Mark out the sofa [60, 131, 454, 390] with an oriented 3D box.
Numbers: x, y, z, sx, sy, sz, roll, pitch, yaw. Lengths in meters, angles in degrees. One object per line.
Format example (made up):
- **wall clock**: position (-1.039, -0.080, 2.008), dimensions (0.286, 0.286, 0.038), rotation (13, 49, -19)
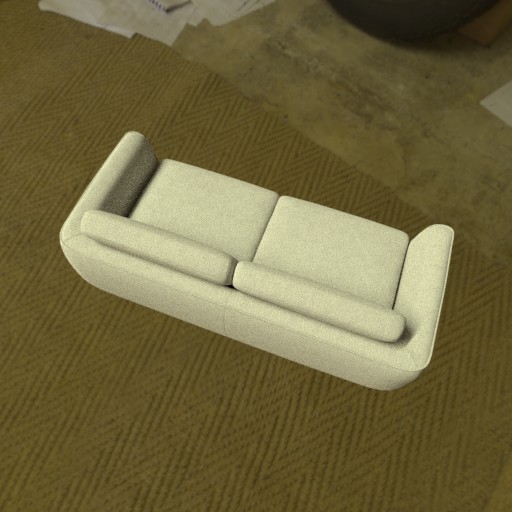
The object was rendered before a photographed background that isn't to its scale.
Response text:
- **sofa**: position (0.000, 0.000, 2.521), dimensions (2.000, 0.850, 0.920), rotation (19, 65, 9)
